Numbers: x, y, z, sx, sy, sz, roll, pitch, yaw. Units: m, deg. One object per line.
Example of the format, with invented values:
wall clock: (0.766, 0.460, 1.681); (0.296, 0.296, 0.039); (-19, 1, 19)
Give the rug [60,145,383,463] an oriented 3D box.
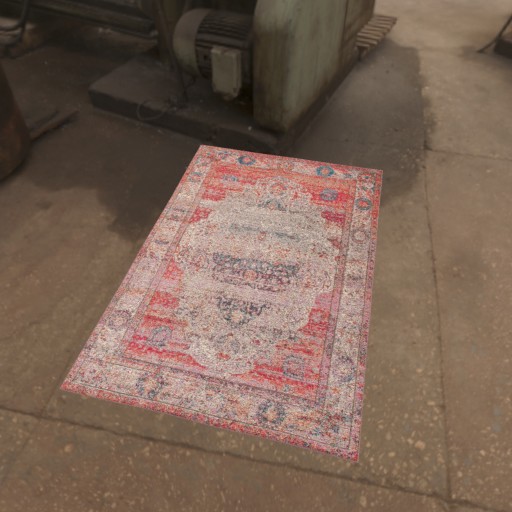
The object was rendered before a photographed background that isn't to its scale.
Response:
rug: (0.000, 0.000, 2.324); (1.219, 0.006, 1.829); (10, 48, 9)
